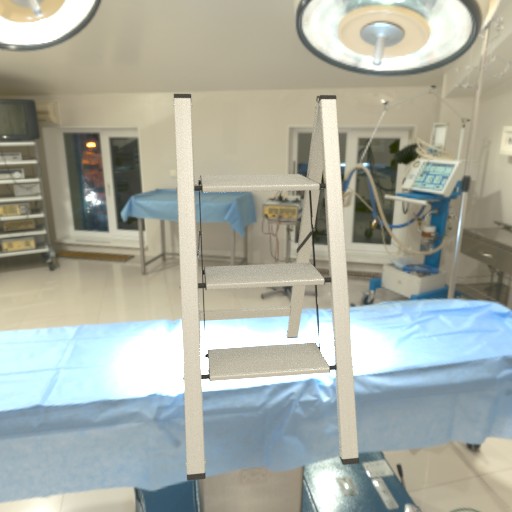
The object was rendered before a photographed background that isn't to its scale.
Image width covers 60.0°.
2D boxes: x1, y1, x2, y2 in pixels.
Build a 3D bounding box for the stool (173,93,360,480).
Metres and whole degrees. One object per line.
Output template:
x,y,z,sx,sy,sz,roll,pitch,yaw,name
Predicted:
0.000,0.000,1.318,0.441,0.902,0.730,-2,16,-7,stool
